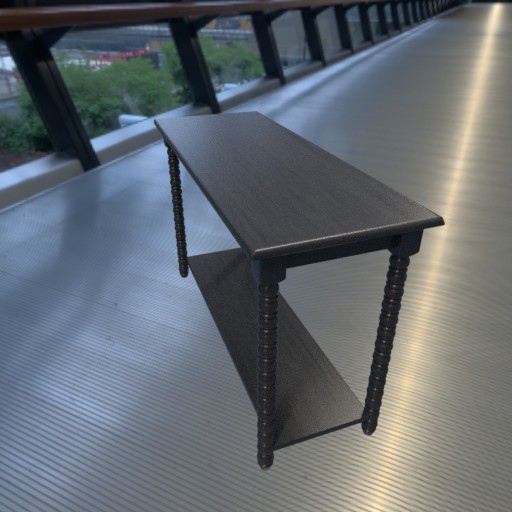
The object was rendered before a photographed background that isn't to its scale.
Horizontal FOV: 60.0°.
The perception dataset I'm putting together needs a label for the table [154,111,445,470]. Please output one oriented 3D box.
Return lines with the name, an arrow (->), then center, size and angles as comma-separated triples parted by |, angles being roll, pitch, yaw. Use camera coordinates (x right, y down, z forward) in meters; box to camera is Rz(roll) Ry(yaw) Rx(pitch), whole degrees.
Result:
table -> 0.000, 0.000, 1.562 | 0.459, 0.735, 1.184 | -10, 31, -17
